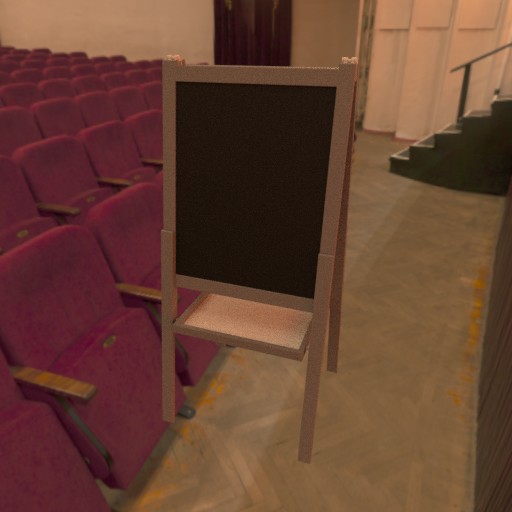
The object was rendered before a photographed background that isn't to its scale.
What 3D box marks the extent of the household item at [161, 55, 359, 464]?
[{"bbox_3d":[0.000,0.000,1.424,0.531,1.172,0.469,9,28,18],"label":"household item"}]
